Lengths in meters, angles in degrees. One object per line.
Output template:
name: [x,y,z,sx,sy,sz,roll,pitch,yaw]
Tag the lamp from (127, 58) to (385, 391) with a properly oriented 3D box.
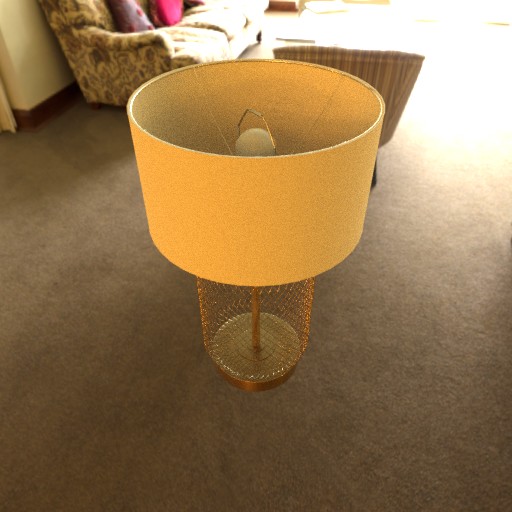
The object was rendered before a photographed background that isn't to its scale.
lamp: [0.000,0.000,0.804,0.353,0.578,0.353,0,40,0]
